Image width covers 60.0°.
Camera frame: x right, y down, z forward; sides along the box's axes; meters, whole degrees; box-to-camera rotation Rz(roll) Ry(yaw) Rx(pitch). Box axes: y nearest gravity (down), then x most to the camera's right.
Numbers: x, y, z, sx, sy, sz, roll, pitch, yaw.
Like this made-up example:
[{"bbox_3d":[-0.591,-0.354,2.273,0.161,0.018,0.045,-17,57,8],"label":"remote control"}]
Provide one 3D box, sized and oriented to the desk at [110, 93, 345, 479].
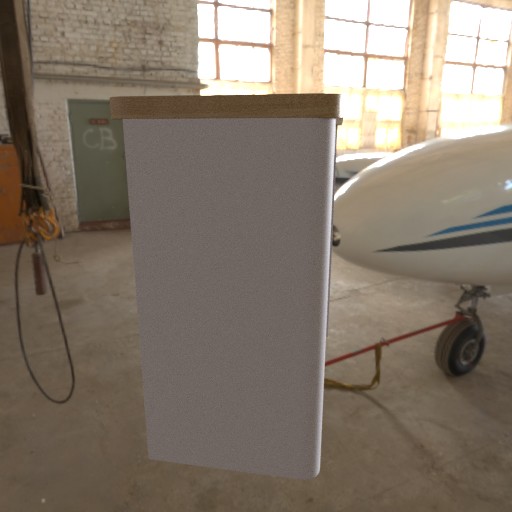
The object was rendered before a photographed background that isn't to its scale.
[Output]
[{"bbox_3d":[0.000,0.000,1.240,0.440,0.790,0.760,3,16,10],"label":"desk"}]
